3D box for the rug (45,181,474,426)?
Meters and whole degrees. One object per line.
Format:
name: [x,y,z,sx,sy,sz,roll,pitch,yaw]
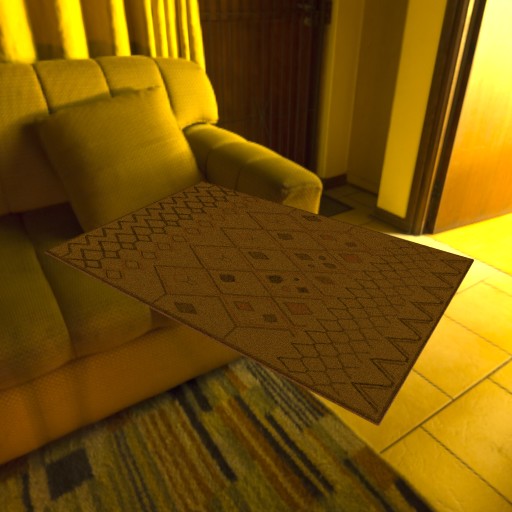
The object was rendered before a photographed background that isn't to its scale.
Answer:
rug: [0.000,0.000,2.262,1.829,0.016,1.219,20,36,30]
